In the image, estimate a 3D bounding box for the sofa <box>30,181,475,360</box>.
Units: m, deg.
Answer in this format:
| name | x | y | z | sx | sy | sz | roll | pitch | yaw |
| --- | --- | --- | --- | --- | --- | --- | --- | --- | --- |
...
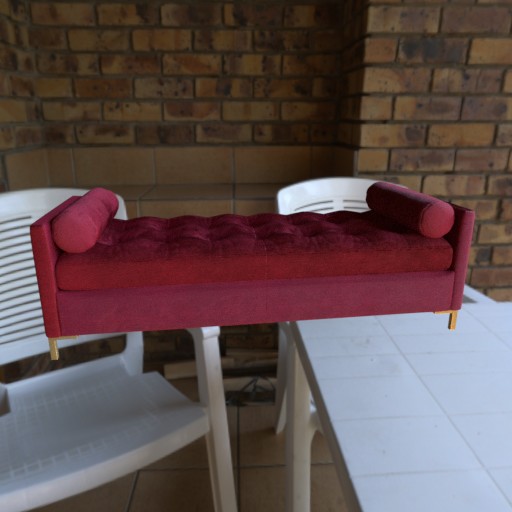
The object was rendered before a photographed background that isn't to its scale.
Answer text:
| name | x | y | z | sx | sy | sz | roll | pitch | yaw |
| --- | --- | --- | --- | --- | --- | --- | --- | --- | --- |
| sofa | 0.000 | 0.000 | 2.476 | 2.102 | 0.705 | 0.796 | -3 | 17 | -8 |
